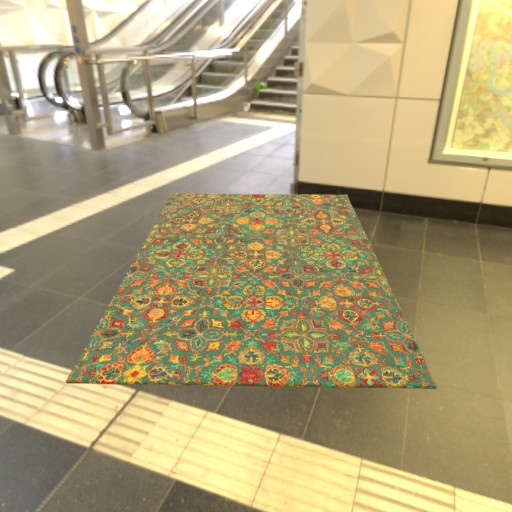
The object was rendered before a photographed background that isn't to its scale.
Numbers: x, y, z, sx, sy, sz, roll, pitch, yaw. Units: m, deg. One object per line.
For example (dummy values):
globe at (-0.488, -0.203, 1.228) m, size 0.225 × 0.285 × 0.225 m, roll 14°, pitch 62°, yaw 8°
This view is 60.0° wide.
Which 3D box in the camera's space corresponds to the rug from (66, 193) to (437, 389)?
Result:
rug at (0.000, 0.000, 2.826) m, size 1.527 × 0.016 × 2.290 m, roll 1°, pitch 28°, yaw 1°
